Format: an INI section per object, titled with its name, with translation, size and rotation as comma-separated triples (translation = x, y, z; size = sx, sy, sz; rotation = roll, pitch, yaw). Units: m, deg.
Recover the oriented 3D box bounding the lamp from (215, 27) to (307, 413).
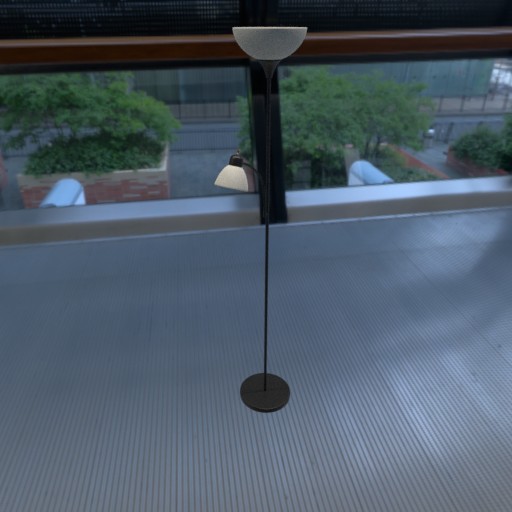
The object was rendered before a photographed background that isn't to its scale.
[lamp]
translation = 0.000, 0.000, 1.972
size = 0.279, 1.804, 0.442
rotation = 19, 33, 31
